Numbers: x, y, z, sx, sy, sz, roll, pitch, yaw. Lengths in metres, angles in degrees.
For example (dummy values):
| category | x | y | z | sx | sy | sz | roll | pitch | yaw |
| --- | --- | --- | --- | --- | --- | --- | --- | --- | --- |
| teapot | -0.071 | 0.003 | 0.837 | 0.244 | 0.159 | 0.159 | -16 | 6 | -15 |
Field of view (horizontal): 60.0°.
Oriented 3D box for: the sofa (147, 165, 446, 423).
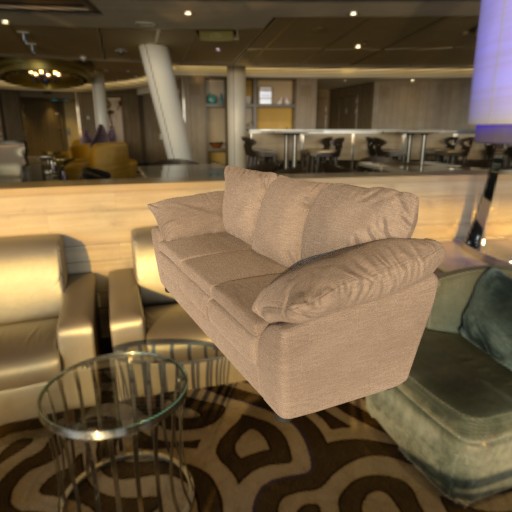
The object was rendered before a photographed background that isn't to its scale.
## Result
| category | x | y | z | sx | sy | sz | roll | pitch | yaw |
| --- | --- | --- | --- | --- | --- | --- | --- | --- | --- |
| sofa | 0.000 | 0.000 | 2.893 | 0.927 | 1.043 | 2.390 | -8 | 17 | -25 |
